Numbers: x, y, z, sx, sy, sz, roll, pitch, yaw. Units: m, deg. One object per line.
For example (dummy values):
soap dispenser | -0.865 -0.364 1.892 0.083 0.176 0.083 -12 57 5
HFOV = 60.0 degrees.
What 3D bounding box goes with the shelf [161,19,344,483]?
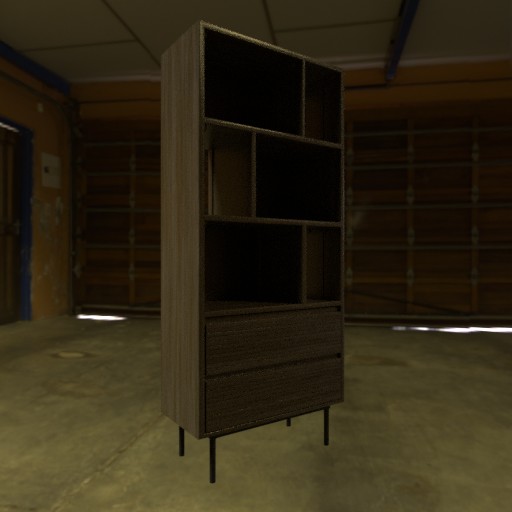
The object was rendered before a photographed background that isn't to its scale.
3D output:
shelf | 0.000 0.000 1.766 0.670 1.545 0.323 0 0 -35
